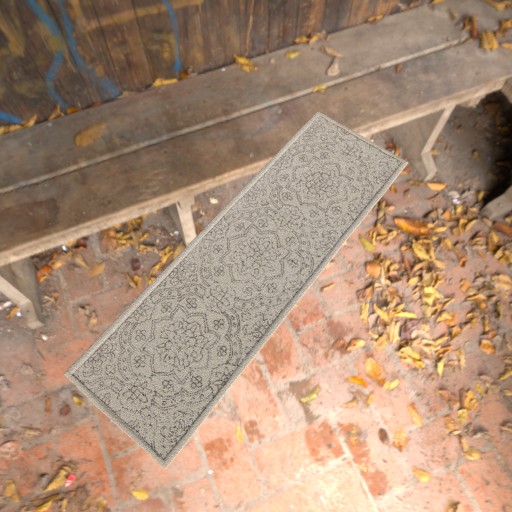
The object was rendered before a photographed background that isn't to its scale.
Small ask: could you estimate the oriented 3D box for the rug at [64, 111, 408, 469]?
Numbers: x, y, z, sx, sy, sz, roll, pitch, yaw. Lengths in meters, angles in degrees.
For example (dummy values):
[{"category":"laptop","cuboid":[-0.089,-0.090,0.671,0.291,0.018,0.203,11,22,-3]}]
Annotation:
[{"category":"rug","cuboid":[0.000,0.000,2.748,0.769,0.012,2.448,35,69,16]}]
